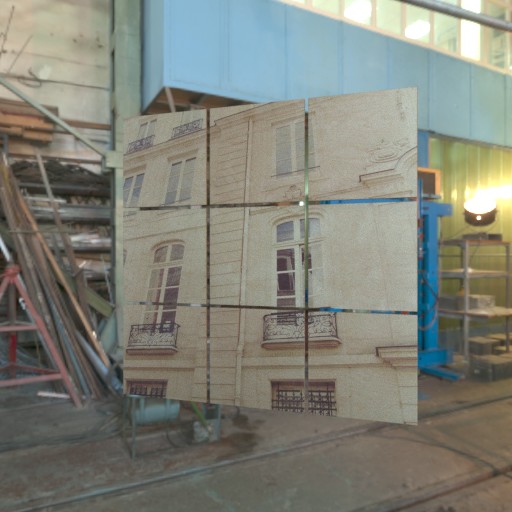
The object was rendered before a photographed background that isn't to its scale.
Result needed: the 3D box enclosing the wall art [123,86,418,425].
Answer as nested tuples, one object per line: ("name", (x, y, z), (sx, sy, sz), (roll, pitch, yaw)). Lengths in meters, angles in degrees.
("wall art", (0.000, 0.000, 2.228), (1.526, 1.522, 0.023), (0, 0, 17))
